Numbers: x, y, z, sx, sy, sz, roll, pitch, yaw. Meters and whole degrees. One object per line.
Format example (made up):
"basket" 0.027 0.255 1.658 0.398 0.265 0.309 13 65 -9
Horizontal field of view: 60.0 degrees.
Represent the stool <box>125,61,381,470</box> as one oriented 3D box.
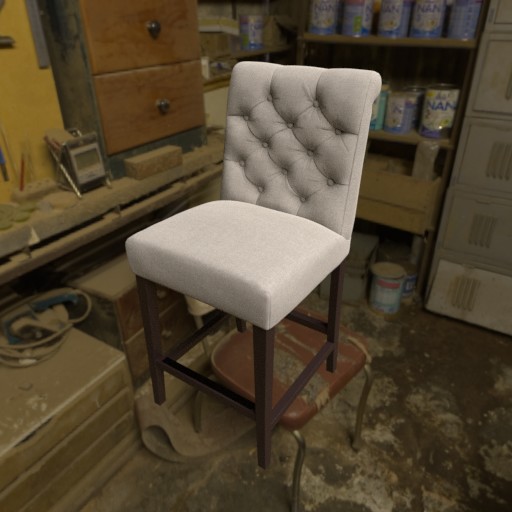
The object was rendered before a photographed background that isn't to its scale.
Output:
"stool" 0.000 0.000 1.363 0.493 1.040 0.601 18 34 29
